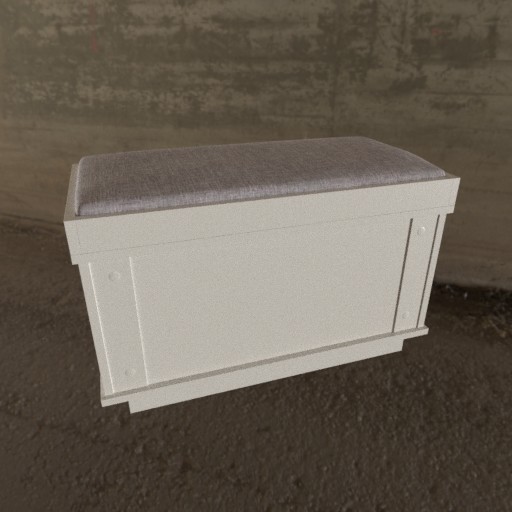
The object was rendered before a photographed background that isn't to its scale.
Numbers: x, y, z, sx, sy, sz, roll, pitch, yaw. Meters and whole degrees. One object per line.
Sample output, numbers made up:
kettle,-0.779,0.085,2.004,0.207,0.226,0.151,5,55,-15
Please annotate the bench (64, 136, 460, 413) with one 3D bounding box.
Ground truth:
bench,0.000,0.000,1.019,0.734,0.461,0.362,-8,28,-16
